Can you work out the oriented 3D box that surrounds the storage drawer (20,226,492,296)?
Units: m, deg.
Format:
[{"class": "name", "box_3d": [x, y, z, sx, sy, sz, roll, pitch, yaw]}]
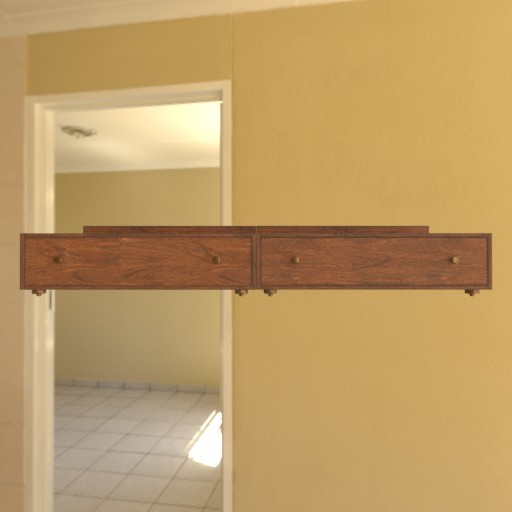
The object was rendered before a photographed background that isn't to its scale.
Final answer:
[{"class": "storage drawer", "box_3d": [0.000, 0.000, 2.161, 1.914, 0.339, 0.774, 0, -1, 0]}]
